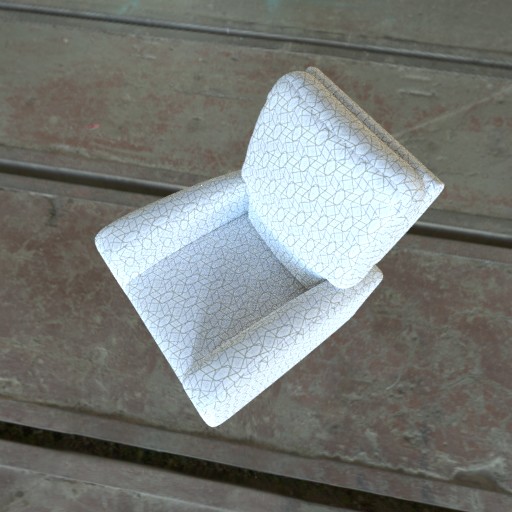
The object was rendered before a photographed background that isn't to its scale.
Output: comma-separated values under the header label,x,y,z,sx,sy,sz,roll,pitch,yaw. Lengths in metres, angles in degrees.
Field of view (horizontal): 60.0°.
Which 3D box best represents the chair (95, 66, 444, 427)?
label,x,y,z,sx,sy,sz,roll,pitch,yaw
chair,0.000,0.000,1.737,0.995,1.064,0.796,-32,68,-15
